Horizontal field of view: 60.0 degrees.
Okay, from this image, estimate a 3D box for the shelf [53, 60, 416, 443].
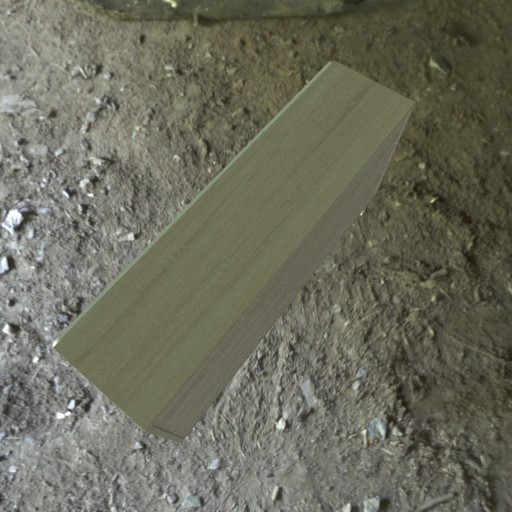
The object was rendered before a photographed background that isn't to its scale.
[{"bbox_3d":[0.000,0.000,1.850,0.400,0.780,1.490,35,69,15],"label":"shelf"}]
